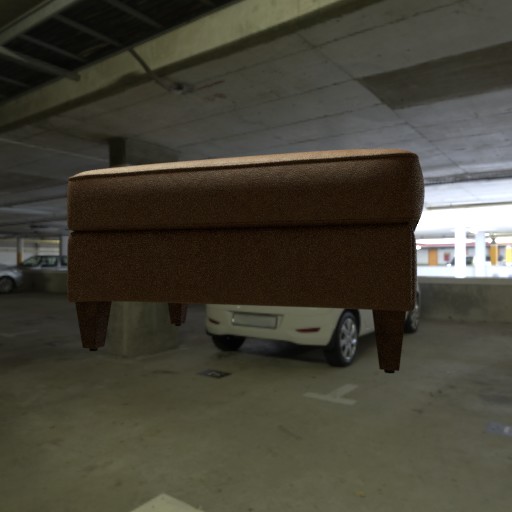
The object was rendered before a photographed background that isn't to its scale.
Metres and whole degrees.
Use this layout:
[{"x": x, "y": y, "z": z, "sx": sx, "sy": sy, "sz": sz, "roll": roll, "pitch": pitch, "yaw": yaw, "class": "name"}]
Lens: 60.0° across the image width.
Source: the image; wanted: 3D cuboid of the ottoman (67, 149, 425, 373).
[{"x": 0.000, "y": 0.000, "z": 1.234, "sx": 0.864, "sy": 0.483, "sz": 0.584, "roll": 0, "pitch": -1, "yaw": 18, "class": "ottoman"}]
